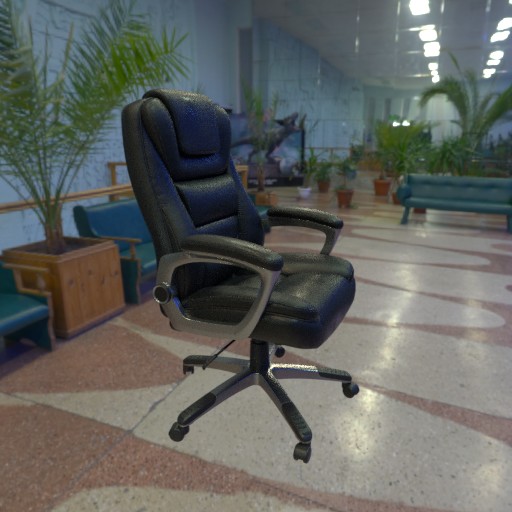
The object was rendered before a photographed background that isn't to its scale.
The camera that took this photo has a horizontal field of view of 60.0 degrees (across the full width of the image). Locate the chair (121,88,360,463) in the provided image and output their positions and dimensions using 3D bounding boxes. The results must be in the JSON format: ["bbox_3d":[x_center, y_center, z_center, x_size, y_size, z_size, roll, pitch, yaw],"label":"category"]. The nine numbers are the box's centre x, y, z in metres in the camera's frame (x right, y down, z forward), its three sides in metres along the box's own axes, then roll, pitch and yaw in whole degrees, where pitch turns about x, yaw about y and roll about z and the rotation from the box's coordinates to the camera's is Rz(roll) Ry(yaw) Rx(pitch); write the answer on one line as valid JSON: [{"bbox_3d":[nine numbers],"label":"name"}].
[{"bbox_3d":[0.000,0.000,1.501,0.689,1.075,0.697,7,17,25],"label":"chair"}]
